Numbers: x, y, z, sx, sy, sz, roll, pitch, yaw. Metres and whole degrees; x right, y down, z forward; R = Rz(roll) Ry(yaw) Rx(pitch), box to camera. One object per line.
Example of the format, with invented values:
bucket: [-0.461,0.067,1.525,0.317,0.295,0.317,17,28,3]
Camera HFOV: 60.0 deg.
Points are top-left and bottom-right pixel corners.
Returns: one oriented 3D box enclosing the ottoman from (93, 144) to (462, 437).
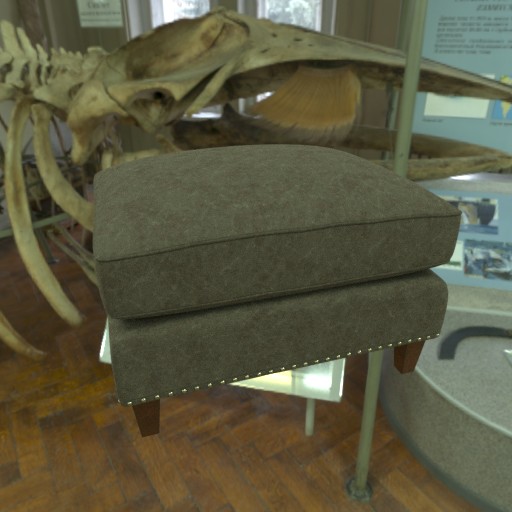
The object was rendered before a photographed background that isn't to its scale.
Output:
ottoman: [0.000,0.000,1.132,0.741,0.513,0.584,-8,27,-16]
